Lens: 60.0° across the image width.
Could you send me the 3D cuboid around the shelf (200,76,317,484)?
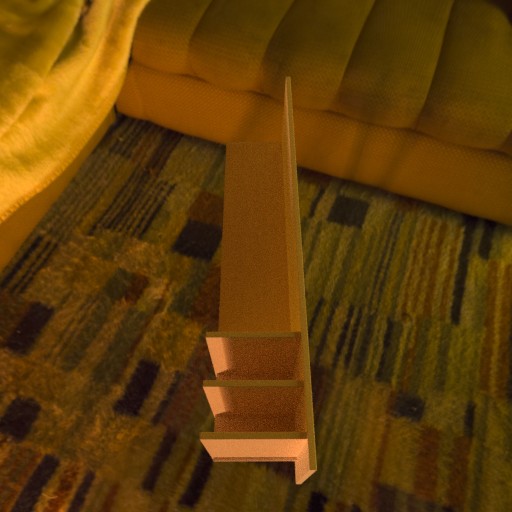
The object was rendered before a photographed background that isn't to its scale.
[{"bbox_3d":[0.000,0.000,1.134,0.200,0.300,1.020,0,59,0],"label":"shelf"}]
